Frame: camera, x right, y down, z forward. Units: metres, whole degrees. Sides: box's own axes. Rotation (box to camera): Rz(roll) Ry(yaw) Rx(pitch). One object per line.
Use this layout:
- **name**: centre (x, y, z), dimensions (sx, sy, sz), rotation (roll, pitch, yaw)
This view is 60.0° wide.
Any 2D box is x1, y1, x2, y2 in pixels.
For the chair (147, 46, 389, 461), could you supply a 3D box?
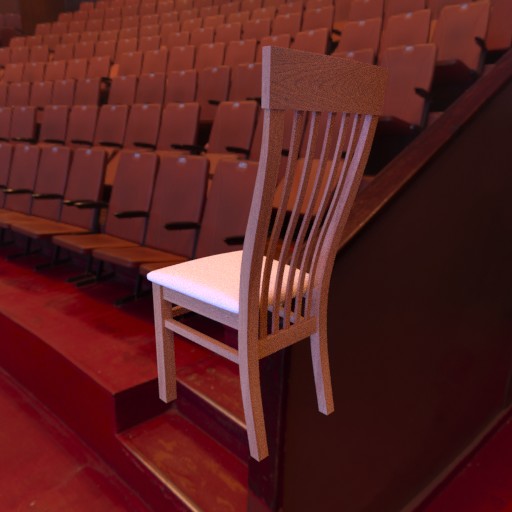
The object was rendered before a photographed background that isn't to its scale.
- **chair**: centre (0.000, 0.000, 1.352), dimensions (0.450, 1.050, 0.580), rotation (-14, 20, -42)
